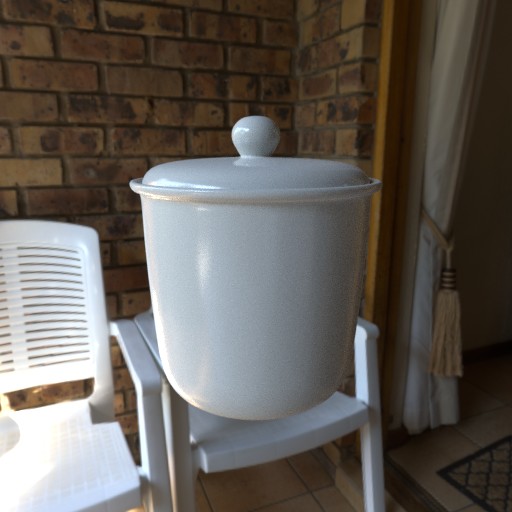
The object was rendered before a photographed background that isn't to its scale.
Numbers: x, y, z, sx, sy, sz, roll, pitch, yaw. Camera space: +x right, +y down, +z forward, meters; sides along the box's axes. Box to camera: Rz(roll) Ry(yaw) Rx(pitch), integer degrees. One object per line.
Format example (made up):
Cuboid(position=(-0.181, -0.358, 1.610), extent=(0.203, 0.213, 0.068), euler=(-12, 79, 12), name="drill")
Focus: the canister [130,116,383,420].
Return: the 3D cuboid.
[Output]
Cuboid(position=(0.000, 0.000, 0.344), extent=(0.182, 0.208, 0.182), euler=(0, 14, 0), name="canister")
